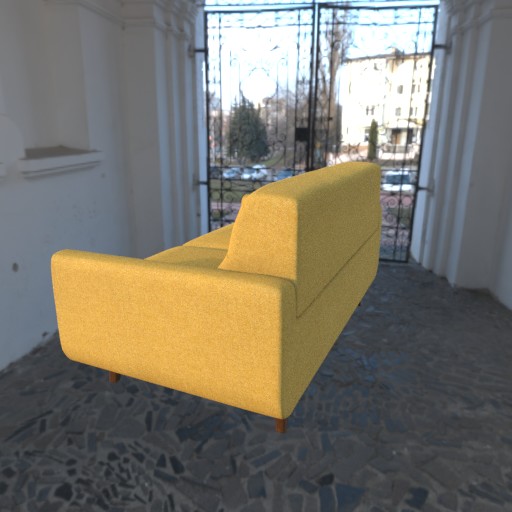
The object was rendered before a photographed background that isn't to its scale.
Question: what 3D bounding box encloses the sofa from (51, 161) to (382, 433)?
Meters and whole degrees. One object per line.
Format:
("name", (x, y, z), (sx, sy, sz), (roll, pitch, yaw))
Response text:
("sofa", (0.000, 0.000, 2.128), (0.909, 0.841, 1.631), (7, 18, 24))
